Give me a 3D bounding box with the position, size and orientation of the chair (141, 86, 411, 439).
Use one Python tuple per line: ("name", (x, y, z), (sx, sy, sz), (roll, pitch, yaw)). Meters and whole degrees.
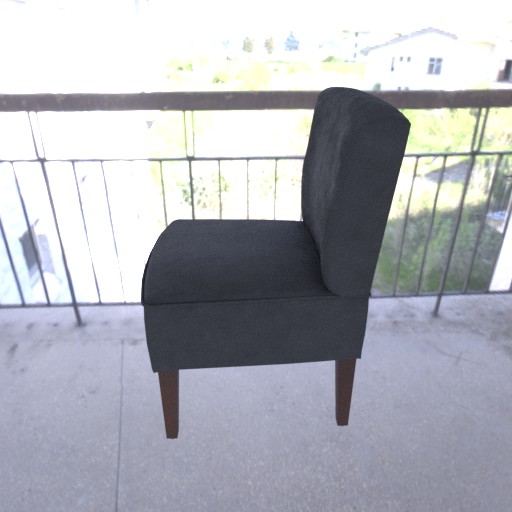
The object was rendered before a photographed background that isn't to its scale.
("chair", (0.000, 0.000, 1.165), (0.554, 0.806, 0.521), (-1, 26, -1))
